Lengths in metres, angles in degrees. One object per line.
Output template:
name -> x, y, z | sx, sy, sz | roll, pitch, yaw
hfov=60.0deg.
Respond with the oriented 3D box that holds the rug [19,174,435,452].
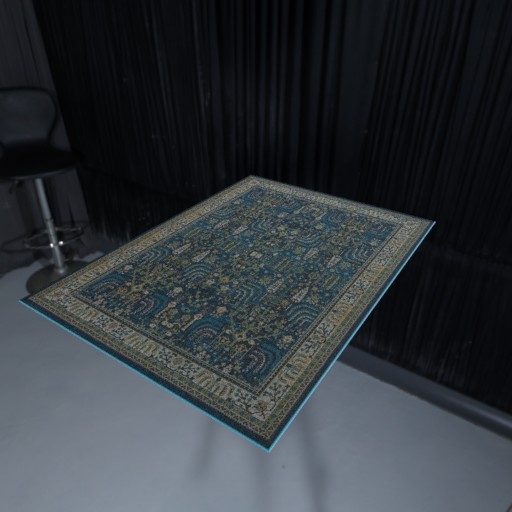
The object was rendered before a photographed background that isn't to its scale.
rug -> 0.000, 0.000, 3.847 | 2.226, 0.015, 3.044 | 20, 37, 28
